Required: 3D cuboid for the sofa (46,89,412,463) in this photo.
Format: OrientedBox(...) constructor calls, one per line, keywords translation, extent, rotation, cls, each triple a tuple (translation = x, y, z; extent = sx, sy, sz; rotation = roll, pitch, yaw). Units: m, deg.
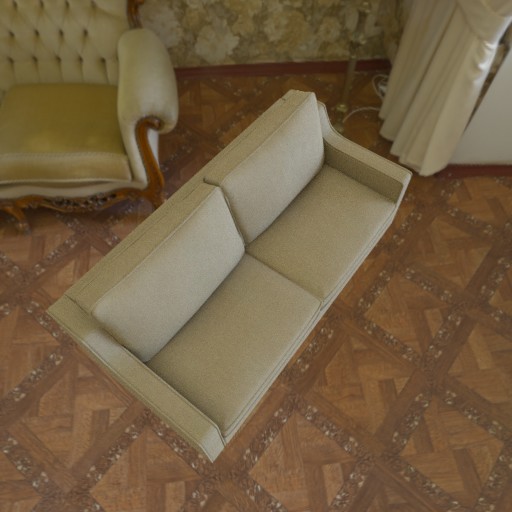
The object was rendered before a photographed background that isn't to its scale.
OrientedBox(translation=(0.000, 0.000, 2.844), extent=(1.066, 1.071, 2.178), rotation=(33, 64, 19), cls="sofa")
